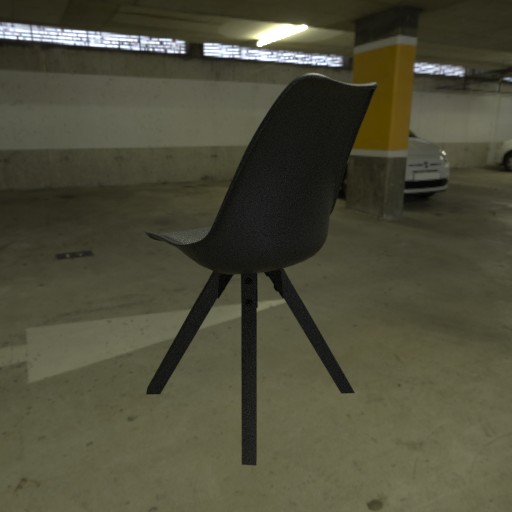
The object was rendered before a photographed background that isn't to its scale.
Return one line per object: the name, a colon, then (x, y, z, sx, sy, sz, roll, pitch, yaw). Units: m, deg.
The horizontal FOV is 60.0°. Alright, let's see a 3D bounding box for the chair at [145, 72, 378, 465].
chair: (0.000, 0.000, 1.186, 0.550, 0.850, 0.485, 15, 21, 43)
